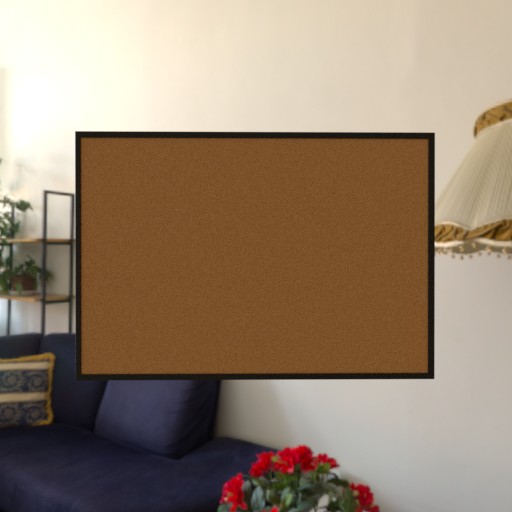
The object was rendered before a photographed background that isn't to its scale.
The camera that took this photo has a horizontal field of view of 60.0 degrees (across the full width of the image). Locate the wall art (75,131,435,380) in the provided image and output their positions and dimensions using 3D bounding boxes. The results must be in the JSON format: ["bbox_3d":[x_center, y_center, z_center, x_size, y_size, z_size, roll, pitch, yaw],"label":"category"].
[{"bbox_3d":[0.000,0.000,0.826,0.664,0.458,0.013,0,0,-1],"label":"wall art"}]
